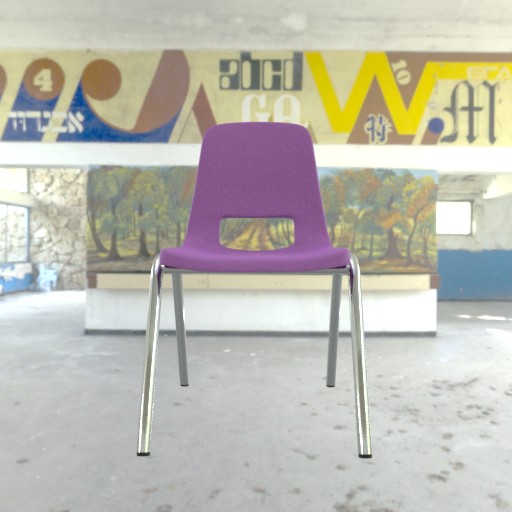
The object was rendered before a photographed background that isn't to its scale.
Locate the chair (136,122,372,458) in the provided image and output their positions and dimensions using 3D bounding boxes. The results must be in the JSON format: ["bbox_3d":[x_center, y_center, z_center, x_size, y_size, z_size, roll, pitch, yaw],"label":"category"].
[{"bbox_3d":[0.000,0.000,0.685,0.291,0.493,0.301,0,1,1],"label":"chair"}]
